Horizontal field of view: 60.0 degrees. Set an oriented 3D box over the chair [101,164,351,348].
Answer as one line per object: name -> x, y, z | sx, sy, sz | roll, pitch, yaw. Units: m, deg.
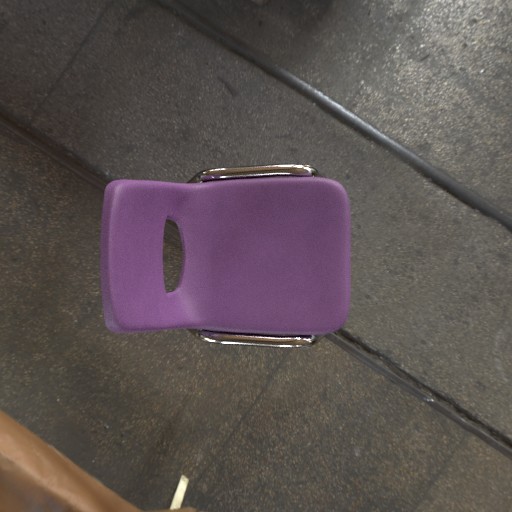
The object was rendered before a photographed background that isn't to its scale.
chair -> 0.000, 0.000, 0.843 | 0.419, 0.584, 0.356 | 0, 90, 0
